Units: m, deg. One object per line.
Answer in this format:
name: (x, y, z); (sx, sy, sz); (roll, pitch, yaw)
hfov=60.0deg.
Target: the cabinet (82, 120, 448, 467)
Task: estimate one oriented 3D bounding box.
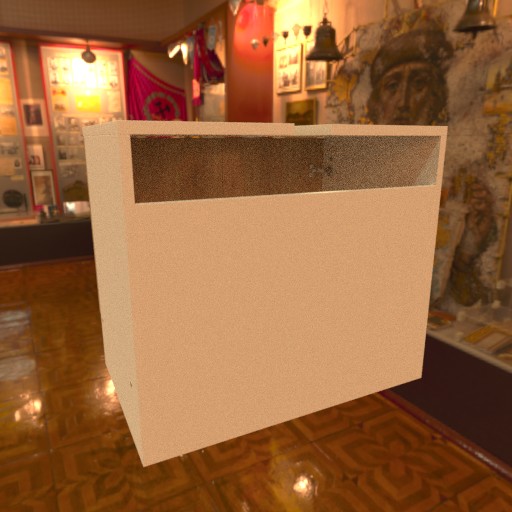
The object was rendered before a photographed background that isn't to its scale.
cabinet: (0.000, 0.000, 0.934); (0.600, 0.522, 0.400); (-7, 16, -26)
